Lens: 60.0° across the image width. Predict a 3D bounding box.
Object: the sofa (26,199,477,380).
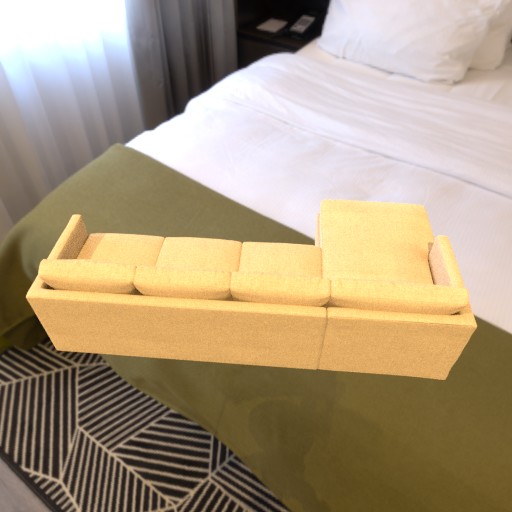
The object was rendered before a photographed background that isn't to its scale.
[{"bbox_3d":[0.000,0.000,3.848,3.205,0.922,1.650,3,46,3],"label":"sofa"}]
